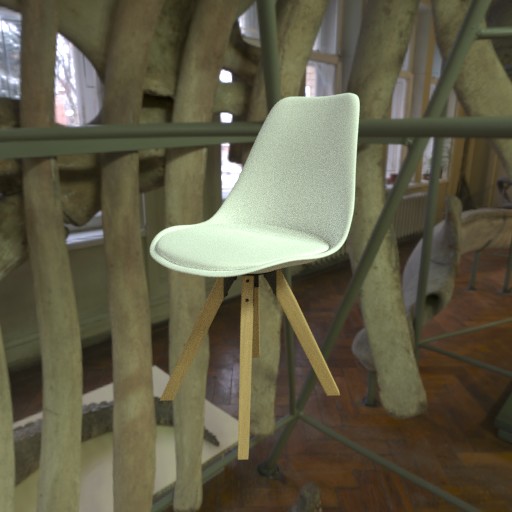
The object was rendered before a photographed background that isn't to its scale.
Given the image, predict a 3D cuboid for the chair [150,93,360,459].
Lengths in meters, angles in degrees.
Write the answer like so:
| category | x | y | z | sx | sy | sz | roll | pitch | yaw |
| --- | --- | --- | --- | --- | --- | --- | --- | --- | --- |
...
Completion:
| category | x | y | z | sx | sy | sz | roll | pitch | yaw |
| --- | --- | --- | --- | --- | --- | --- | --- | --- | --- |
| chair | 0.000 | 0.000 | 1.204 | 0.550 | 0.849 | 0.485 | -15 | 22 | -43 |
